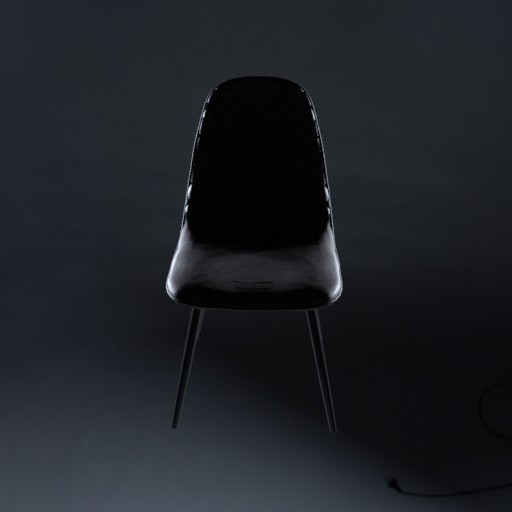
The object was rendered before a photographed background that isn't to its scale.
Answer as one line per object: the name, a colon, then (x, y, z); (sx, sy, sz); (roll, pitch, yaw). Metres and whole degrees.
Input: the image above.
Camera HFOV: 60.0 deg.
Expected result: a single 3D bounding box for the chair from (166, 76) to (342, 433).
chair: (0.000, 0.000, 1.250); (0.472, 0.889, 0.561); (1, 28, 2)
